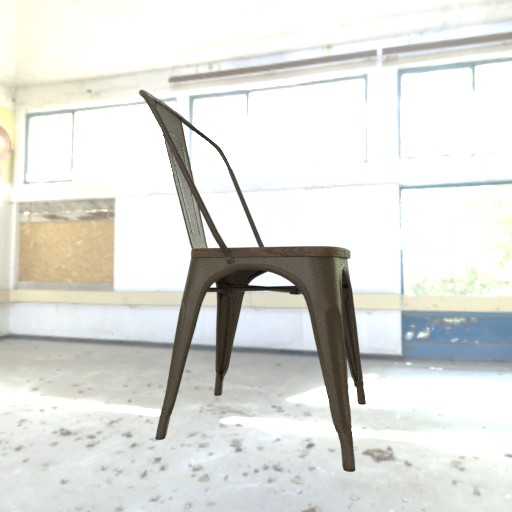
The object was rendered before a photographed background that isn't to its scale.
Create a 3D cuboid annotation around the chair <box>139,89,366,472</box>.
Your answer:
[{"bbox_3d":[0.000,0.000,1.150,0.532,0.844,0.451,0,-1,17],"label":"chair"}]
